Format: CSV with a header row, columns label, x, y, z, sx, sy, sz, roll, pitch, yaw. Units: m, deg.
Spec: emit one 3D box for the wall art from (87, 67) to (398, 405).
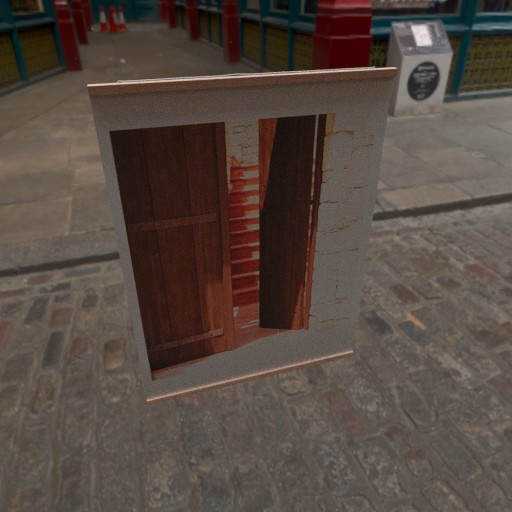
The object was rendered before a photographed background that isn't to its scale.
label,x,y,z,sx,sy,sz,roll,pitch,yaw
wall art,0.000,0.000,1.309,0.758,1.013,0.020,-9,33,-15
